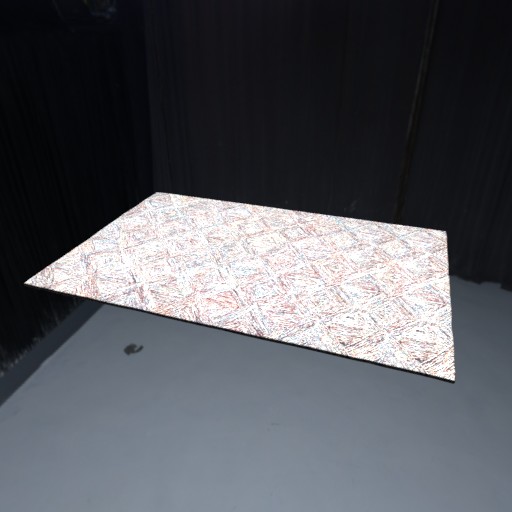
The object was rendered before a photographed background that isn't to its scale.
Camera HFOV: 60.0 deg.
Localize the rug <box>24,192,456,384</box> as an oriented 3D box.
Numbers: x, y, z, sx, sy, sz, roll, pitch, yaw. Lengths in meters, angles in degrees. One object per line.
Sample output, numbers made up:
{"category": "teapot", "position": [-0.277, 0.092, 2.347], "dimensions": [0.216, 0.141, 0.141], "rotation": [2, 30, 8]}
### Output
{"category": "rug", "position": [0.000, 0.000, 2.145], "dimensions": [1.761, 0.014, 1.143], "rotation": [10, 31, 16]}
